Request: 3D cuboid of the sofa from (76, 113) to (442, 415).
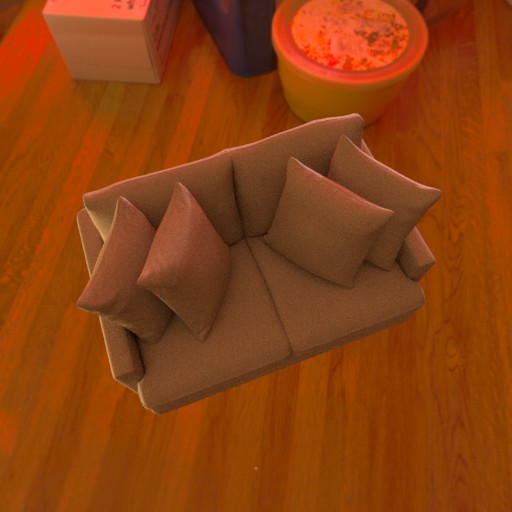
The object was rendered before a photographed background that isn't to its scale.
[{"bbox_3d":[0.000,0.000,2.639,1.869,1.080,1.228,-19,66,-9],"label":"sofa"}]
